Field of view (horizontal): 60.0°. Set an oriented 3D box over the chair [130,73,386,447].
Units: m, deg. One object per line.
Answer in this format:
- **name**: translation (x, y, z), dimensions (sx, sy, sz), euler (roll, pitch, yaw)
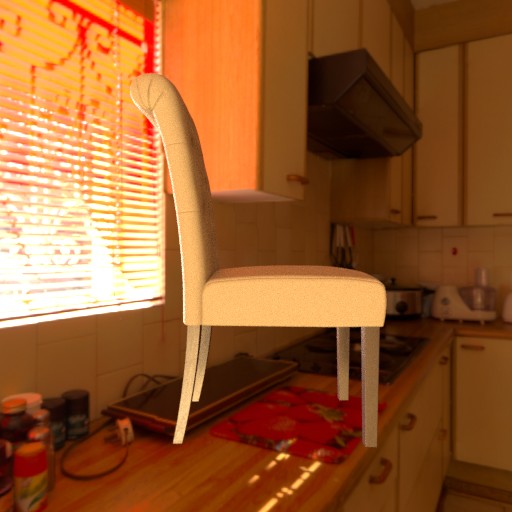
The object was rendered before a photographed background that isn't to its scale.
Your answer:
- **chair**: translation (0.000, 0.000, 1.365), dimensions (0.671, 1.006, 0.456), euler (0, 1, 0)
